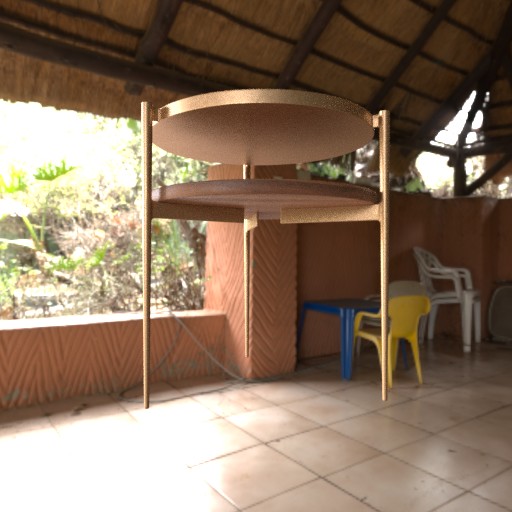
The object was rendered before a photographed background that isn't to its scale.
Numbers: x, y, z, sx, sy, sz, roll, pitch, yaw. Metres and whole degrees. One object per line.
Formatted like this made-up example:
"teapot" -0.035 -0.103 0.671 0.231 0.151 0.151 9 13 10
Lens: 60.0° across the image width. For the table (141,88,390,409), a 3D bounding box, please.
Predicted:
"table" 0.000 0.000 0.846 0.456 0.493 0.430 0 0 -36
